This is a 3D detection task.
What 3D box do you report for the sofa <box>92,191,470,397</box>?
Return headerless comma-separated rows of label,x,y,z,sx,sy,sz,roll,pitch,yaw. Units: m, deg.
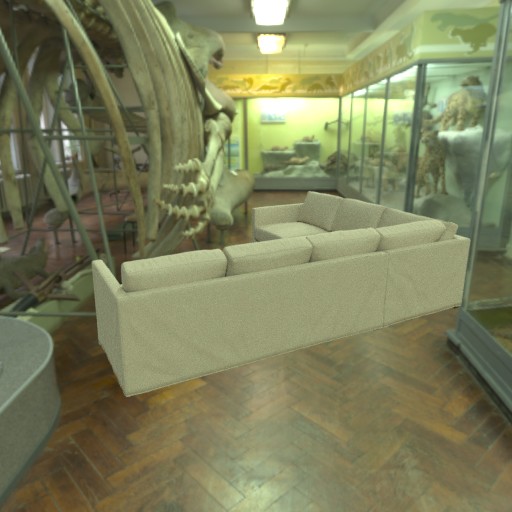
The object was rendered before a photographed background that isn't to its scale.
sofa,0.000,0.000,4.406,3.182,0.871,2.432,-8,18,-27
